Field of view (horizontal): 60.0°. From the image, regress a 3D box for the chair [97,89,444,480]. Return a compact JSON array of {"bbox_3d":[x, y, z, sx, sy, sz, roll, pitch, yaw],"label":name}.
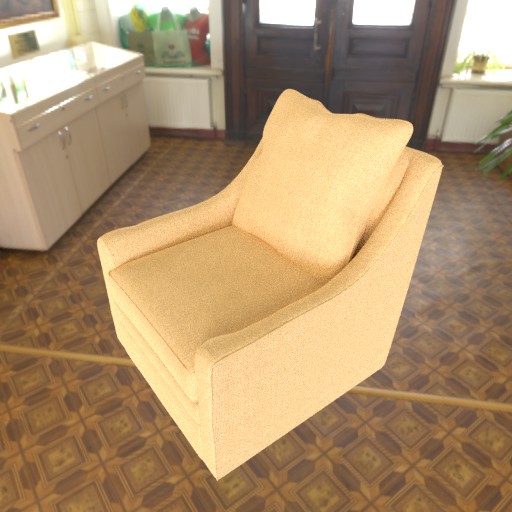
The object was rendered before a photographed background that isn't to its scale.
[{"bbox_3d":[0.000,0.000,1.535,0.876,0.927,0.760,-22,39,-30],"label":"chair"}]
